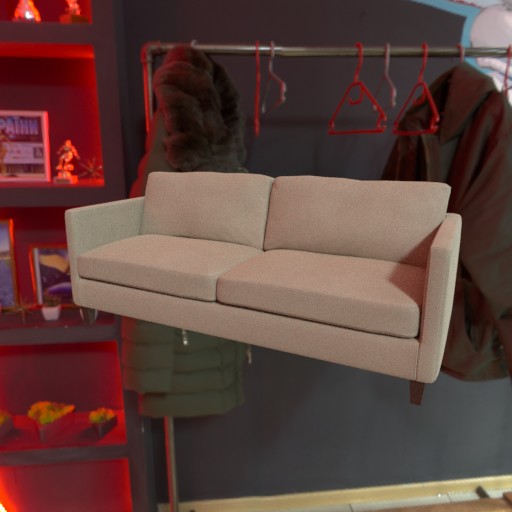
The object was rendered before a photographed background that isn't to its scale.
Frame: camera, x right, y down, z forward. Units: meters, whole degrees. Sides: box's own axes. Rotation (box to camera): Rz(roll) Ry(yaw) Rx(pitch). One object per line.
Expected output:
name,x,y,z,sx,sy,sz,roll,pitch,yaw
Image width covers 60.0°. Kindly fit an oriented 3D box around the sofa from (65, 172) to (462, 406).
sofa,0.000,0.000,2.657,2.181,0.932,0.948,7,16,25
